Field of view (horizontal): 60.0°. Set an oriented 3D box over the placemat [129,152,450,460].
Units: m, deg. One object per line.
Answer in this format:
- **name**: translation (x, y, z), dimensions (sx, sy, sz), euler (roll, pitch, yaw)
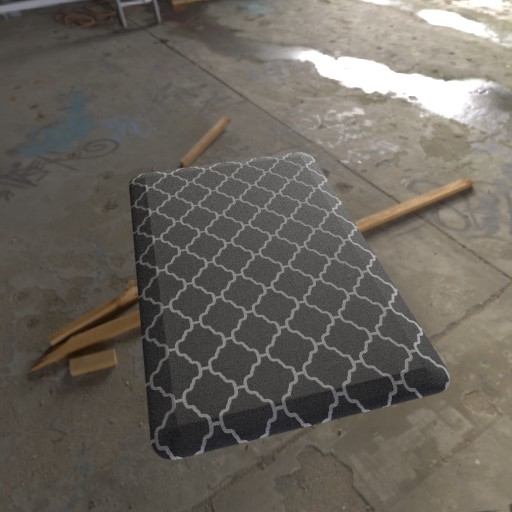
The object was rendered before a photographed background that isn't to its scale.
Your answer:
- **placemat**: translation (0.000, 0.000, 0.955), dimensions (0.508, 0.021, 0.762), euler (-10, 46, -10)
